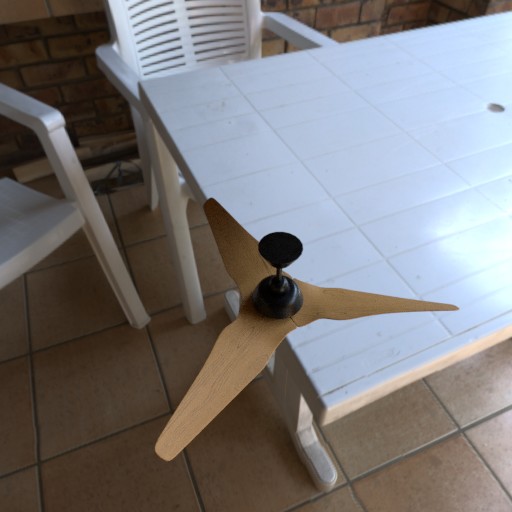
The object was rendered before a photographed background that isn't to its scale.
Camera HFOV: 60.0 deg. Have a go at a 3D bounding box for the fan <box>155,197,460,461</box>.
[{"bbox_3d":[0.000,0.000,1.639,1.142,0.355,1.010,-22,50,-20],"label":"fan"}]
